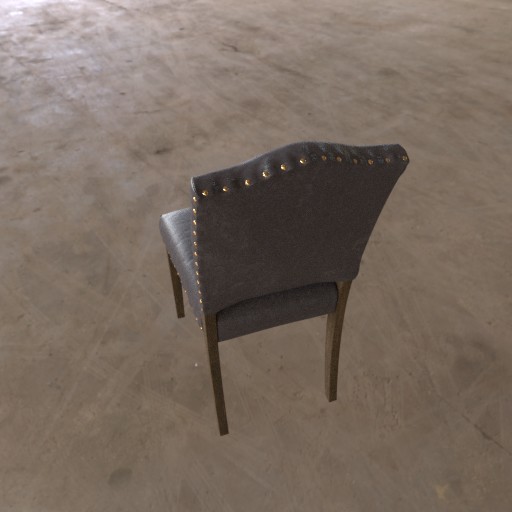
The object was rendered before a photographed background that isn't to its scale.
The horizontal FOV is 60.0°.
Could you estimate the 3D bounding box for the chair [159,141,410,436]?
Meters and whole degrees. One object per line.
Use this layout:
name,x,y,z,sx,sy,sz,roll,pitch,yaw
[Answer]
chair,0.000,0.000,1.328,0.500,0.991,0.633,-12,42,-14
